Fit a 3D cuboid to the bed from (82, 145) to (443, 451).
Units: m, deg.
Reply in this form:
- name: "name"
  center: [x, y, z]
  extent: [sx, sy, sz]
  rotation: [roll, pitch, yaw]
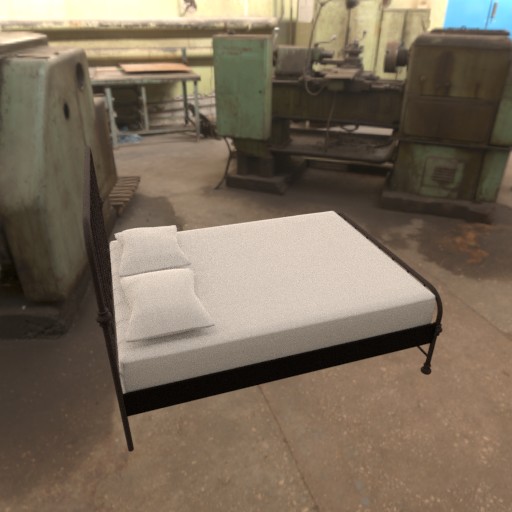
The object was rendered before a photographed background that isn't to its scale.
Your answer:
- name: "bed"
  center: [0.000, 0.000, 3.188]
  extent: [2.134, 1.446, 1.616]
  rotation: [-9, 30, -16]
